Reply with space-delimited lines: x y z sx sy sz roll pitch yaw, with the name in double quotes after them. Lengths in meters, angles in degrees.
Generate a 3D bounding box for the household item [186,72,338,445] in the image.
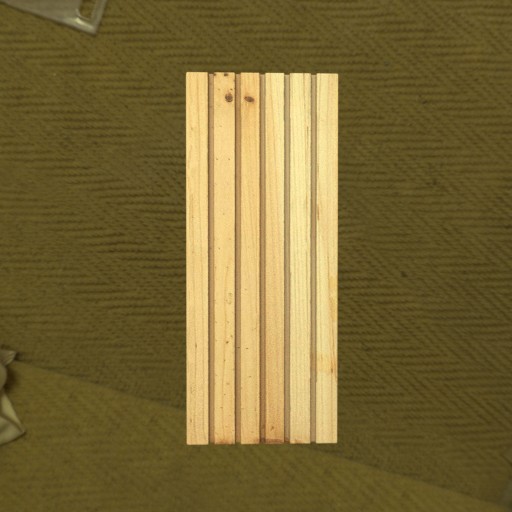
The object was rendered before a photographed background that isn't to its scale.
0.000 0.000 0.562 0.123 0.407 0.301 0 91 -1 "household item"
